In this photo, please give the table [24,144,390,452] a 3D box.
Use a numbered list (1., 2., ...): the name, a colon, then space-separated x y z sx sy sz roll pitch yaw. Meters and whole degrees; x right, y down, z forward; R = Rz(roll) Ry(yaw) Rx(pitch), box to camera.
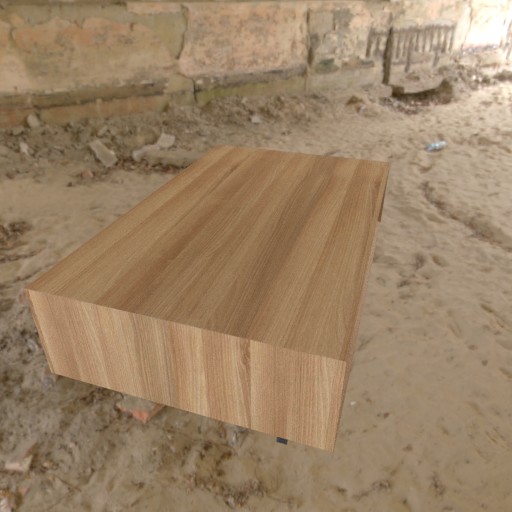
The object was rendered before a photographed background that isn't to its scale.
1. table: 0.000 0.000 1.402 0.700 0.330 1.100 10 32 16
